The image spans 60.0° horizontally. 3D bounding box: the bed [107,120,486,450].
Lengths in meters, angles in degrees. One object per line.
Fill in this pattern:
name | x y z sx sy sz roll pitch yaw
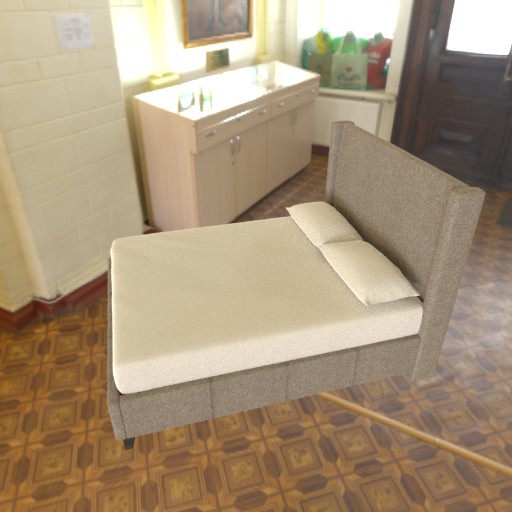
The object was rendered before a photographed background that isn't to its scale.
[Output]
bed | 0.000 0.000 3.324 2.245 1.481 1.714 -8 32 -14
